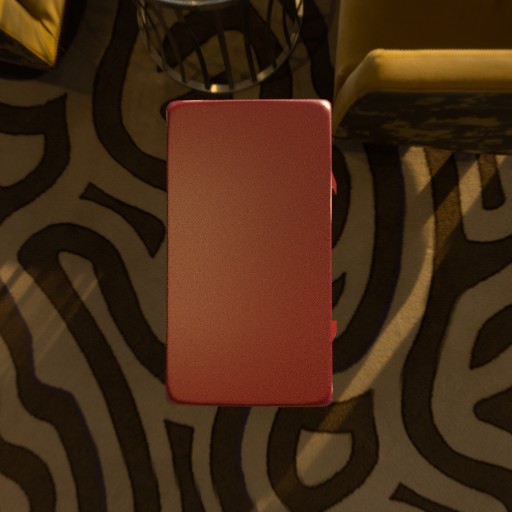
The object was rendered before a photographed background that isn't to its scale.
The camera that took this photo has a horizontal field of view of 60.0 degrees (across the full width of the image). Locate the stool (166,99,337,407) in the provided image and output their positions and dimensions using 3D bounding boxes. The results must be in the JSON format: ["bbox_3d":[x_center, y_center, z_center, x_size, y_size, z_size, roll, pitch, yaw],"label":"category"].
[{"bbox_3d":[0.000,0.000,1.006,0.476,0.737,0.457,0,89,2],"label":"stool"}]
